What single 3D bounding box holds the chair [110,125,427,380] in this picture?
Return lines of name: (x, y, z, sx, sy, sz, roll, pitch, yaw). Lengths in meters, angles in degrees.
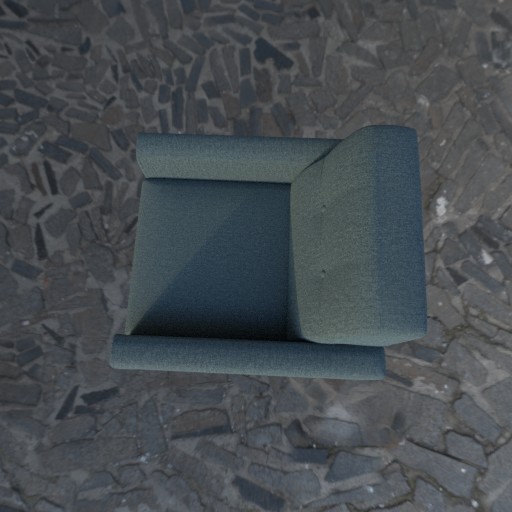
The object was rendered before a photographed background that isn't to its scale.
chair: (0.000, 0.000, 1.696, 0.964, 0.940, 0.880, 2, 75, 1)
